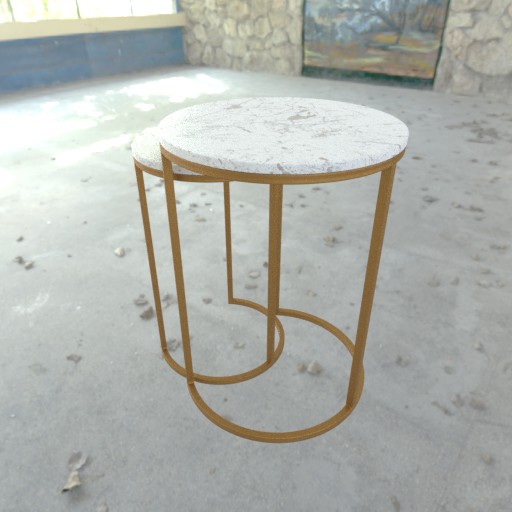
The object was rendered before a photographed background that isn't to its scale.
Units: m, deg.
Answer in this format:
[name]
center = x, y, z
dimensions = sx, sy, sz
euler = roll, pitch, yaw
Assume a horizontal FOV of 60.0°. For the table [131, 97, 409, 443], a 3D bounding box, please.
[table]
center = 0.000, 0.000, 0.897
dimensions = 0.507, 0.550, 0.400
euler = 22, 38, 32
